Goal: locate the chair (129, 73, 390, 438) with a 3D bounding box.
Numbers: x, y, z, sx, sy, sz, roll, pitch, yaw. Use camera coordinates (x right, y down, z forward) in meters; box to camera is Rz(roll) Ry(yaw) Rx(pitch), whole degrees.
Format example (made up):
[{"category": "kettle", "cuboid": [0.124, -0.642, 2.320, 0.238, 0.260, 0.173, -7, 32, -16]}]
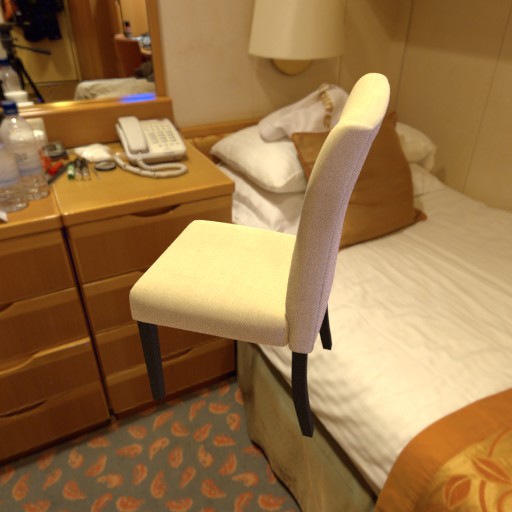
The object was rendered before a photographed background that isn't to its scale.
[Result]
[{"category": "chair", "cuboid": [0.000, 0.000, 1.258, 0.597, 0.921, 0.509, 9, 33, 14]}]
